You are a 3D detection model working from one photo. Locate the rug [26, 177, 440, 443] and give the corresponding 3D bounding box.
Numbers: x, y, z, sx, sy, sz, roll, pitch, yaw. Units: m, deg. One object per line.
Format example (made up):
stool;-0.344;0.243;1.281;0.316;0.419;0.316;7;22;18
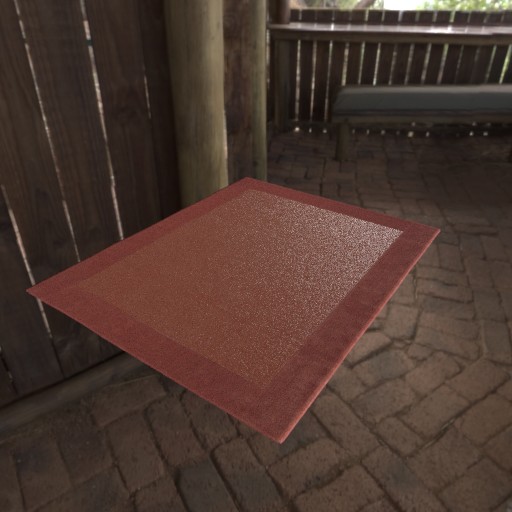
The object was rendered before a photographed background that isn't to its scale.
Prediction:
rug;0.000;0.000;3.981;2.430;0.018;2.976;20;37;29
